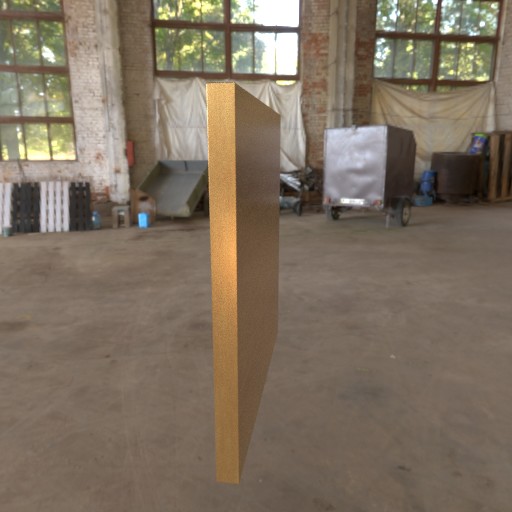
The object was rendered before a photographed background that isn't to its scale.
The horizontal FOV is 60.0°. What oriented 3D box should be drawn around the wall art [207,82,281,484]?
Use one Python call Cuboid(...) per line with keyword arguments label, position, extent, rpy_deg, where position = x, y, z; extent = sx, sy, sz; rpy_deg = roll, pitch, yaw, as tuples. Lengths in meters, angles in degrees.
Cuboid(label="wall art", position=(0.000, 0.000, 0.465), extent=(0.019, 0.302, 0.302), rpy_deg=(2, 14, 8))
